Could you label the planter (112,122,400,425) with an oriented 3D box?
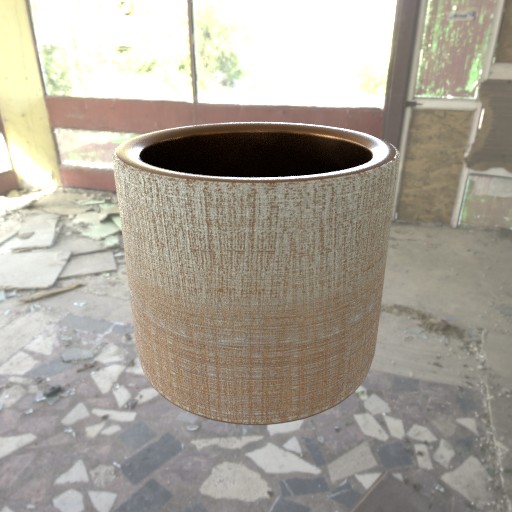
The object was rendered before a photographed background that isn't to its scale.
[{"bbox_3d":[0.000,0.000,0.191,0.109,0.096,0.109,0,26,0],"label":"planter"}]
